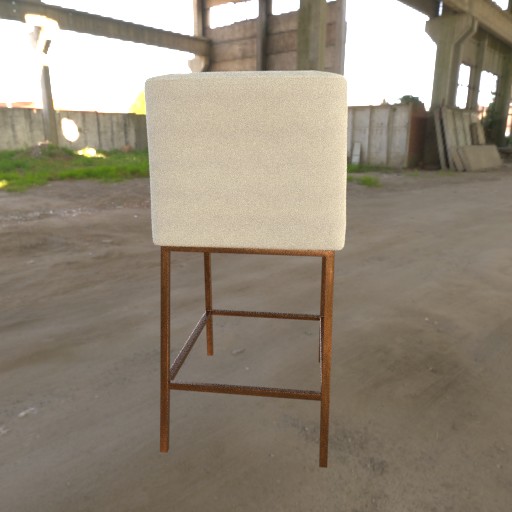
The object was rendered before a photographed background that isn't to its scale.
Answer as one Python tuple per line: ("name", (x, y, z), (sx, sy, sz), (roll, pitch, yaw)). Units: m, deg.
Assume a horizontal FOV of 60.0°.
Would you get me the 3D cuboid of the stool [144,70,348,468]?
("stool", (0.000, 0.000, 1.329), (0.507, 0.973, 0.576), (2, 16, 7))
